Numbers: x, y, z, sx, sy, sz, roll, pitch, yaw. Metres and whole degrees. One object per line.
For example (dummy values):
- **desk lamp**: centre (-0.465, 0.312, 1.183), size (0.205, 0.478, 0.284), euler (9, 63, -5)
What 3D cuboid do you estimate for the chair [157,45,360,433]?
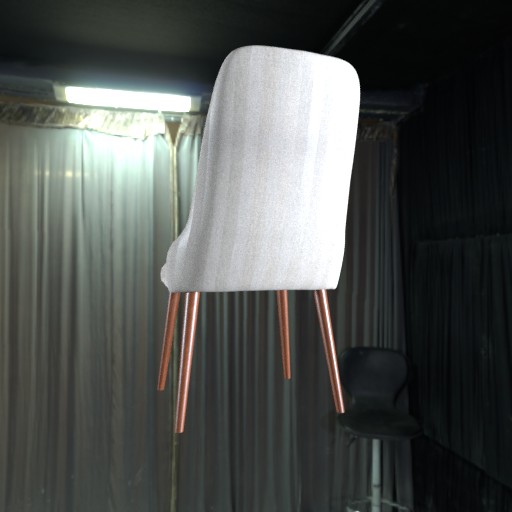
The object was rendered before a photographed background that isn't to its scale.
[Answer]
- **chair**: centre (0.000, 0.000, 1.305), size (0.526, 0.917, 0.684), euler (0, -1, -19)
